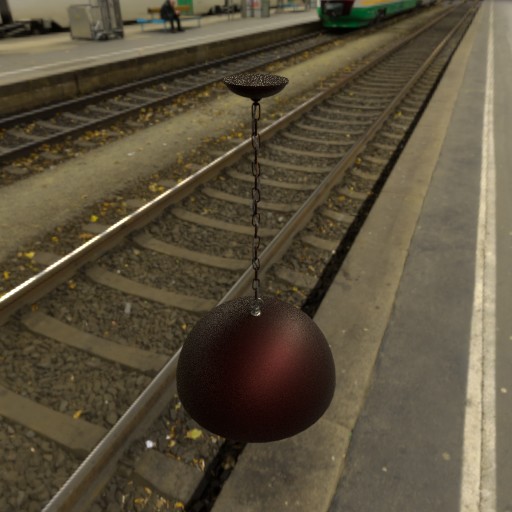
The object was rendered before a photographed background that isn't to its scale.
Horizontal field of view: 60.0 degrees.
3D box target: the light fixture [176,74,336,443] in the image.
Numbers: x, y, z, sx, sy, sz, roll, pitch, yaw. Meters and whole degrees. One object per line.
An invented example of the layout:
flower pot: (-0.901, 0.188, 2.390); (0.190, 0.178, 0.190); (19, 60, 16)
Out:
light fixture: (0.000, 0.000, 1.159); (0.492, 0.869, 0.492); (2, 31, 3)
